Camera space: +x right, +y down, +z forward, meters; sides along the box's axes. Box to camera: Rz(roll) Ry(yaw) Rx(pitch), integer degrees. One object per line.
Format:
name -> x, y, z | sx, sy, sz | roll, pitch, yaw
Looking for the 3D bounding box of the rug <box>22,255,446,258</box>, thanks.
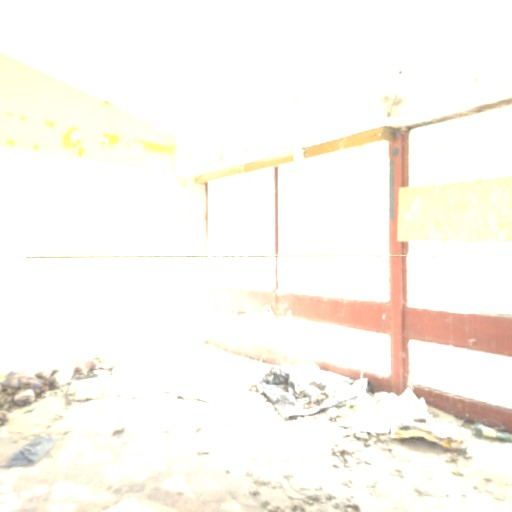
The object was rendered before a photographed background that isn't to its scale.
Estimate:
rug -> 0.000, 0.000, 2.605 | 2.372, 0.008, 0.620 | 0, 0, -19
